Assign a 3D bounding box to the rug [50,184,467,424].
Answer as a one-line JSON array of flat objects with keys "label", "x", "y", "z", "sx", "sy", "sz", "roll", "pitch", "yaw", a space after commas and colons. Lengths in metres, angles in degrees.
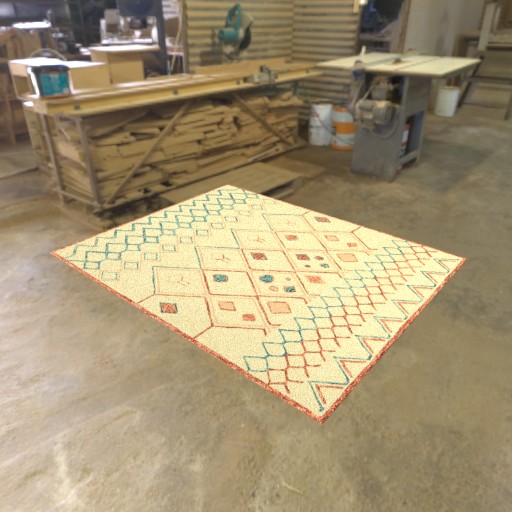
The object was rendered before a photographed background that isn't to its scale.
[{"label": "rug", "x": 0.000, "y": 0.000, "z": 4.143, "sx": 3.050, "sy": 0.016, "sz": 2.441, "roll": 23, "pitch": 36, "yaw": 34}]
